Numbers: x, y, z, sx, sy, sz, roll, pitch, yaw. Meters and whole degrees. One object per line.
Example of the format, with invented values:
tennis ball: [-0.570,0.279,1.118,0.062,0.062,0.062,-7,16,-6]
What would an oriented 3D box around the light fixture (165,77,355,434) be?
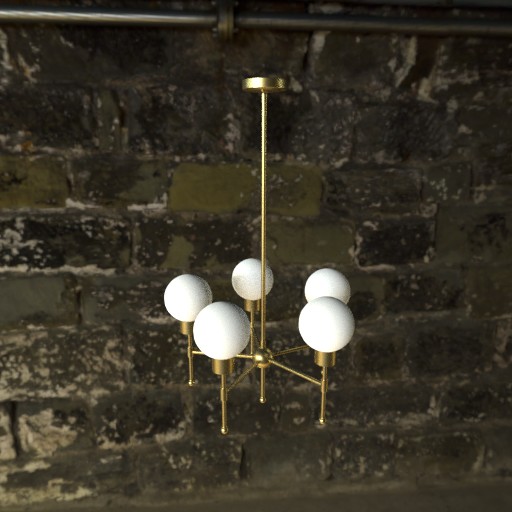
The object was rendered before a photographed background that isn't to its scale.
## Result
light fixture: [0.000,0.000,1.797,0.785,1.331,0.815,2,14,9]
